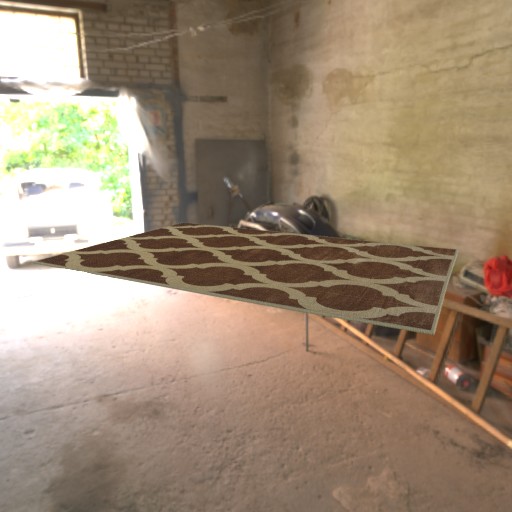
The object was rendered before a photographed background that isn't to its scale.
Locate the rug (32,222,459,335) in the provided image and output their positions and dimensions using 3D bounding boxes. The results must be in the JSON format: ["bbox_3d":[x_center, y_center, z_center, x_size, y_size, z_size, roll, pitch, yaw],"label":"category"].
[{"bbox_3d":[0.000,0.000,2.834,2.290,0.014,1.526,7,16,26],"label":"rug"}]
